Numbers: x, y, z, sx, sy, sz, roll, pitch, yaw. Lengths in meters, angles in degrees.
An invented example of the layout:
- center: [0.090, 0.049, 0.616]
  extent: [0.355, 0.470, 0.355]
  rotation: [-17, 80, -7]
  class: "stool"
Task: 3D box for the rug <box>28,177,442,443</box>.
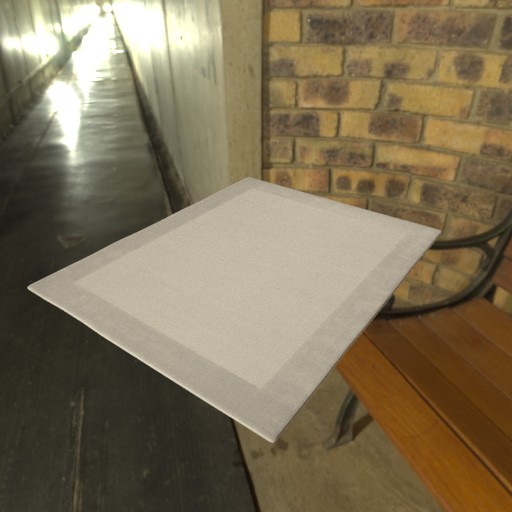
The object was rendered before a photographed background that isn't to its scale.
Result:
- center: [0.000, 0.000, 3.992]
  extent: [2.430, 0.018, 2.976]
  rotation: [21, 37, 30]
  class: "rug"
